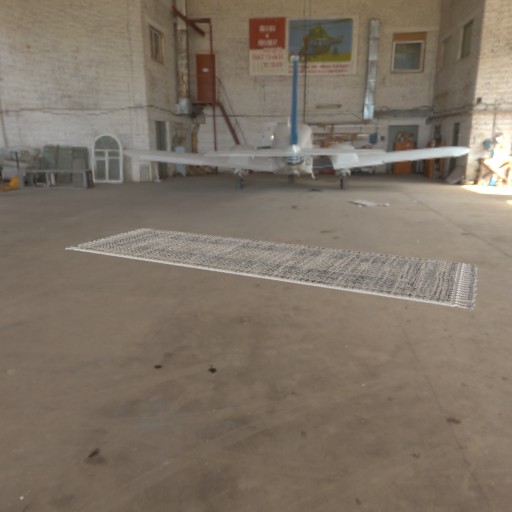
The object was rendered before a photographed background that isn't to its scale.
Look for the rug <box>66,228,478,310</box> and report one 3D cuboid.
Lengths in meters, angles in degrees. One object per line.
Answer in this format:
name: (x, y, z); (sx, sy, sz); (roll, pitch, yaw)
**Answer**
rug: (0.000, 0.000, 2.750); (2.480, 0.013, 0.786); (7, 16, 26)
